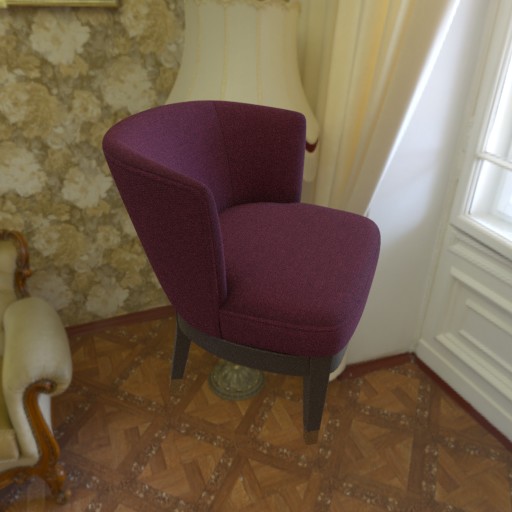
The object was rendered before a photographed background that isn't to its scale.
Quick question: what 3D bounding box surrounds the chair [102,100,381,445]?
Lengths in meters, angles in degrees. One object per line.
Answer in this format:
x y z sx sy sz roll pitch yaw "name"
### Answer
0.000 0.000 1.263 0.660 0.760 0.700 11 31 18 "chair"
